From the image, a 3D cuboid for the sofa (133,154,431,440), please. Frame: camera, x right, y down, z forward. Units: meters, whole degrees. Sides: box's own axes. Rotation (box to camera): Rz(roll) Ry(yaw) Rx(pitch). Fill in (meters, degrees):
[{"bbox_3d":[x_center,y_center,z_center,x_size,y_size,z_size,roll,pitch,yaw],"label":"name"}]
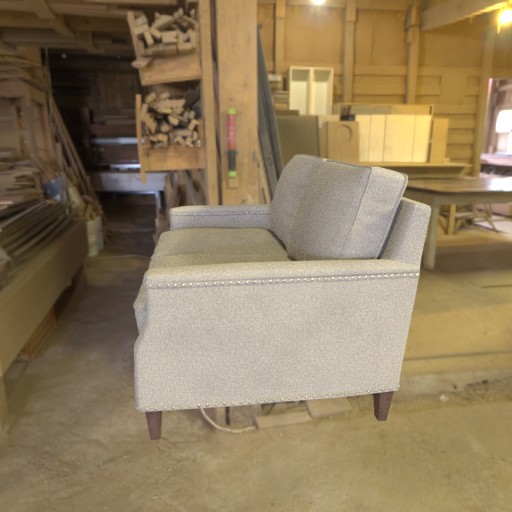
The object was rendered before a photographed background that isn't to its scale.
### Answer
[{"bbox_3d":[0.000,0.000,2.301,1.084,1.003,1.597,-2,15,-7],"label":"sofa"}]
